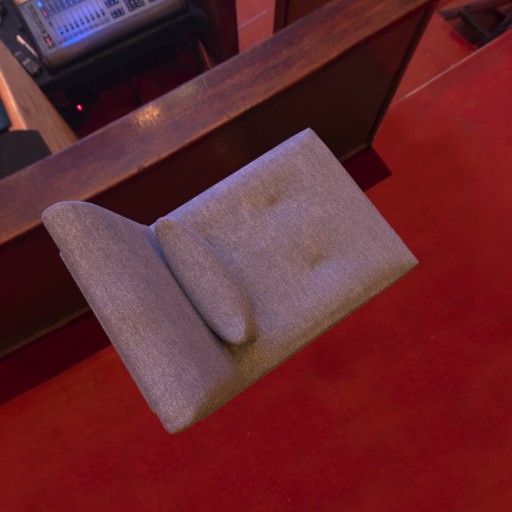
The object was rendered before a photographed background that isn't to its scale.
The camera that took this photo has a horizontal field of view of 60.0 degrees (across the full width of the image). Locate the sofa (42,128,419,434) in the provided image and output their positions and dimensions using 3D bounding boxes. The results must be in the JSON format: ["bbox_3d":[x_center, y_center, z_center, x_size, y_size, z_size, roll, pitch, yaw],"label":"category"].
[{"bbox_3d":[0.000,0.000,1.541,1.000,0.820,0.700,-34,78,-8],"label":"sofa"}]
